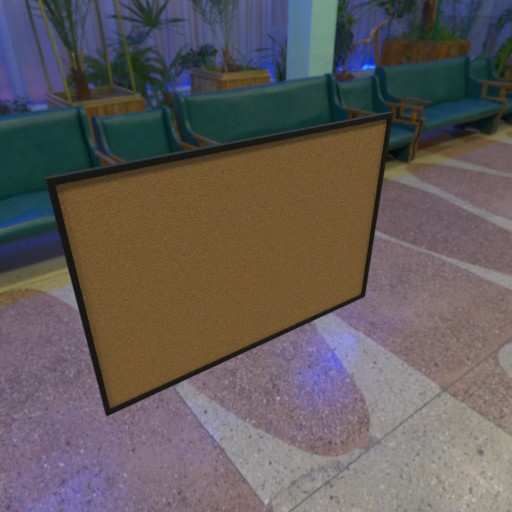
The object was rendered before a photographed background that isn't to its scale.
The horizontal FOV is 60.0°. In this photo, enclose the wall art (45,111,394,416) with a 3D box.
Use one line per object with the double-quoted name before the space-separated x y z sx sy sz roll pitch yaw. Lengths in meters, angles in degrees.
"wall art" 0.000 0.000 1.241 0.963 0.665 0.013 -19 36 -29
